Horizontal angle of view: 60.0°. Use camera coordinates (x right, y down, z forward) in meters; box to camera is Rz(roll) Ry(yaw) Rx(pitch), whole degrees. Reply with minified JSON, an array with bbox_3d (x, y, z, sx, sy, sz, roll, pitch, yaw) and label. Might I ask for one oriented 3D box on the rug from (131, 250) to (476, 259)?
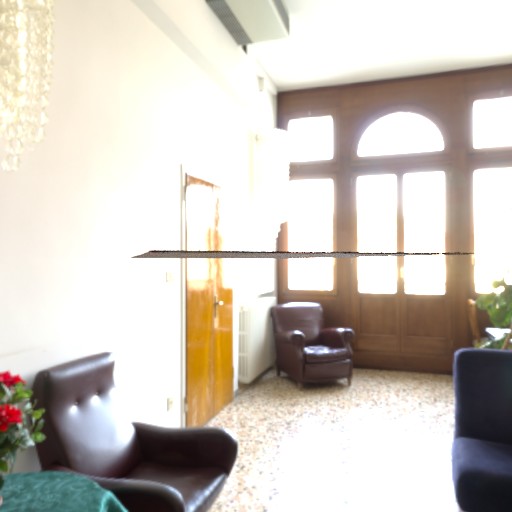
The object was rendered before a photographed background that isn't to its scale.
[{"bbox_3d":[0.000,0.000,2.329,1.217,0.012,1.848,0,-1,-18],"label":"rug"}]
